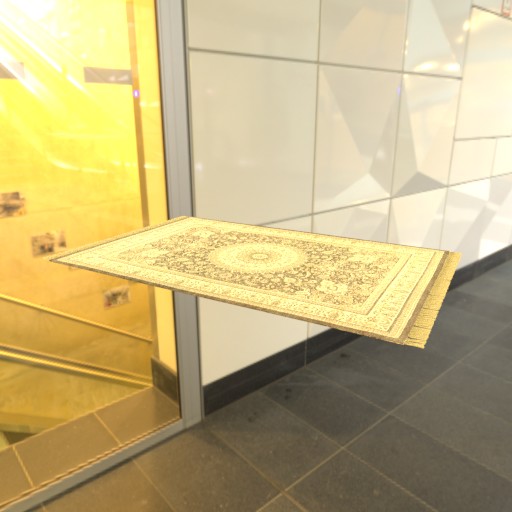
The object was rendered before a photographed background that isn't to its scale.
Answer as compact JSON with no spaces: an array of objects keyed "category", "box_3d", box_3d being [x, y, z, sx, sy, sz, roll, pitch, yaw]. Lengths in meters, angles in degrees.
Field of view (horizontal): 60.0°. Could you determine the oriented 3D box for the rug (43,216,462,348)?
[{"category":"rug","box_3d":[0.000,0.000,4.238,3.422,0.015,2.143,10,20,28]}]
